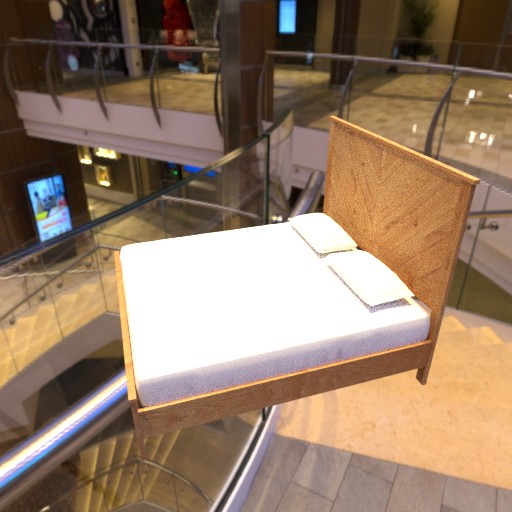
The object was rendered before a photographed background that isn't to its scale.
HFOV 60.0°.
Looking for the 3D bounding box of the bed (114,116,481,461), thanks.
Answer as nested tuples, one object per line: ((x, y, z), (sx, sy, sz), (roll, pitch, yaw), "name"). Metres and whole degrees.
((0.000, 0.000, 4.103), (2.530, 1.938, 2.225), (-9, 30, -16), "bed")
